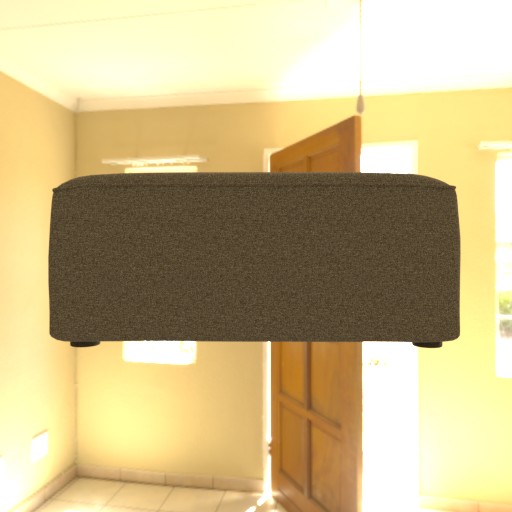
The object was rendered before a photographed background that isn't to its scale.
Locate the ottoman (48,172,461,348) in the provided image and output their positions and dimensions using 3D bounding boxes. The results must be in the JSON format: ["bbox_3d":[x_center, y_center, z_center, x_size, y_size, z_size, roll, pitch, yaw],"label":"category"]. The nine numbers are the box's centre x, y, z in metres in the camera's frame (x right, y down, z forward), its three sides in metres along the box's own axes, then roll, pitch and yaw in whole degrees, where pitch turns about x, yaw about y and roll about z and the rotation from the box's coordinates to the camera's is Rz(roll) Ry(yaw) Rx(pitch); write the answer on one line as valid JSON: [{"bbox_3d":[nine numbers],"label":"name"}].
[{"bbox_3d":[0.000,0.000,1.566,1.015,0.464,1.005,0,-1,1],"label":"ottoman"}]
